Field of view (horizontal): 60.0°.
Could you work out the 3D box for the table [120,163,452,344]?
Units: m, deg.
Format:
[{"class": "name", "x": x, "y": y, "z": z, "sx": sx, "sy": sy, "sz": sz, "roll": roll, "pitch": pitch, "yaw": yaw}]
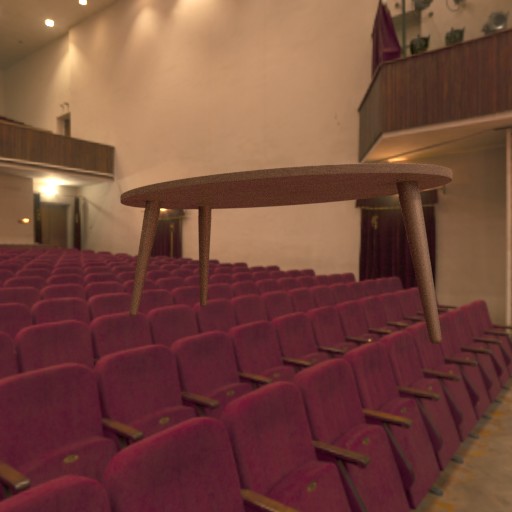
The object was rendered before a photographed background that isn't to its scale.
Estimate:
[{"class": "table", "x": 0.000, "y": 0.000, "z": 1.309, "sx": 1.083, "sy": 0.390, "sz": 0.542, "roll": 0, "pitch": 1, "yaw": 38}]
